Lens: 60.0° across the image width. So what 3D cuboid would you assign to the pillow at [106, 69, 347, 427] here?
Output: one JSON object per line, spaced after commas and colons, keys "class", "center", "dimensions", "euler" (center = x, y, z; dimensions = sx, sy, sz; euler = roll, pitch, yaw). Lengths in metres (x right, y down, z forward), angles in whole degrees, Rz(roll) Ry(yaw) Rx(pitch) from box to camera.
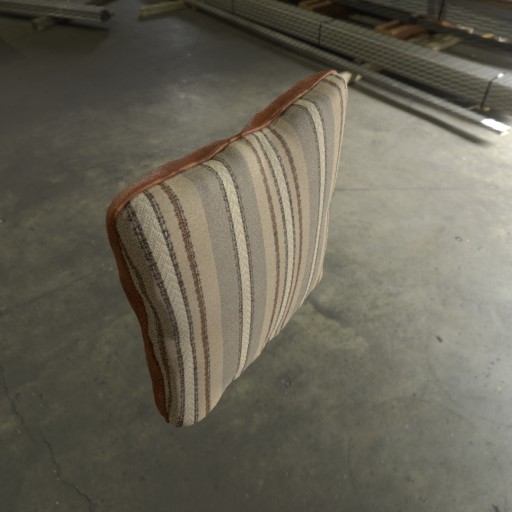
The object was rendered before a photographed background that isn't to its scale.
{"class": "pillow", "center": [0.000, 0.000, 0.747], "dimensions": [0.130, 0.490, 0.489], "euler": [27, 49, 26]}
